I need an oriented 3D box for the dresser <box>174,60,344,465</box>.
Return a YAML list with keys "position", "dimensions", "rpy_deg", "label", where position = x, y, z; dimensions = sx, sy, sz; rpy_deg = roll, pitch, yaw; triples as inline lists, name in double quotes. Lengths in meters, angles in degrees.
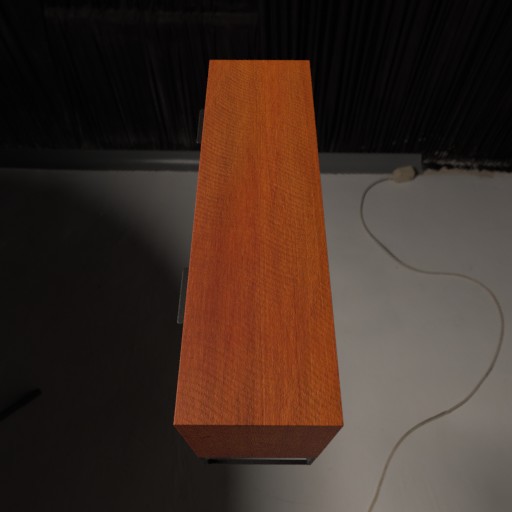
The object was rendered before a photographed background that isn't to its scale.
- position: [0.000, 0.000, 1.896]
  dimensions: [0.464, 0.810, 1.536]
  rpy_deg: [0, 58, 0]
  label: "dresser"
